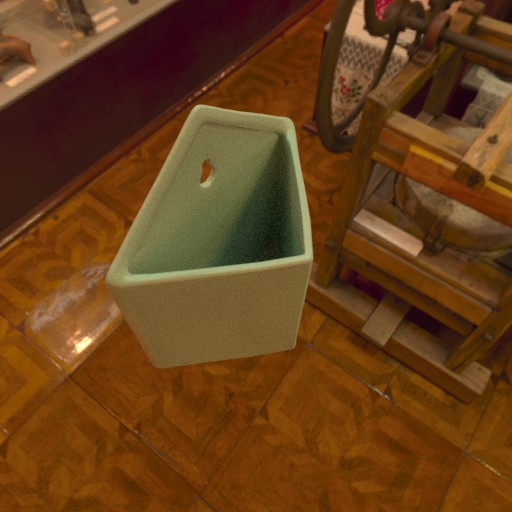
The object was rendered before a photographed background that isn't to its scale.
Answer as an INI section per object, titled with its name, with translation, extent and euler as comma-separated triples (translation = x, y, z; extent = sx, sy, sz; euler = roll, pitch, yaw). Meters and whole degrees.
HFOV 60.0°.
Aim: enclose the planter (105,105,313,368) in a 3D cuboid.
[planter]
translation = 0.000, 0.000, 0.286
extent = 0.079, 0.197, 0.164
euler = 35, 64, 20
